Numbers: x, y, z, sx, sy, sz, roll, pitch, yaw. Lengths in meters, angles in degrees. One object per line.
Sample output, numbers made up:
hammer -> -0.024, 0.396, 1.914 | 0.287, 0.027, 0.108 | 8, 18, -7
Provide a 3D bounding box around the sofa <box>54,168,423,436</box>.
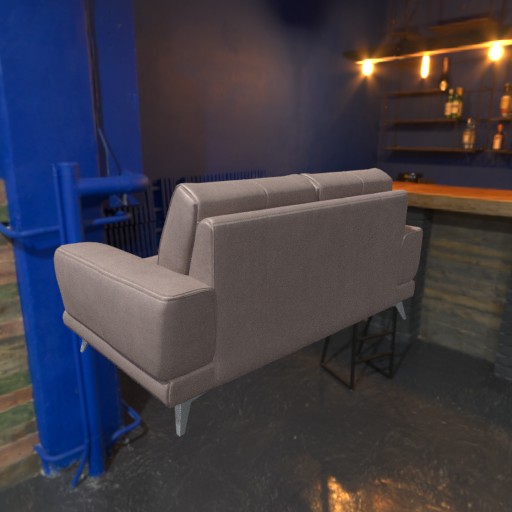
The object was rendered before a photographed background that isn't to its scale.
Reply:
sofa -> 0.000, 0.000, 2.392 | 1.806, 0.907, 1.018 | -13, 20, -41
